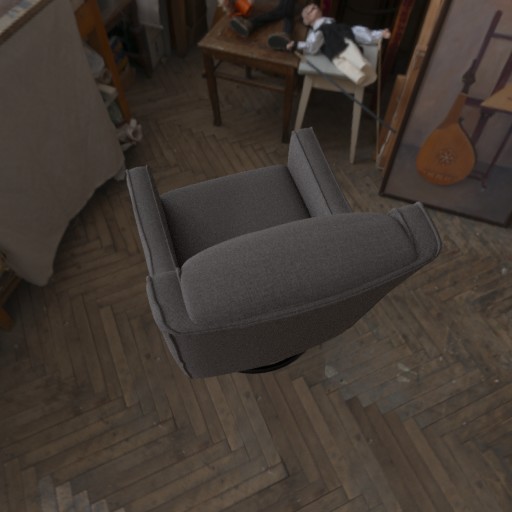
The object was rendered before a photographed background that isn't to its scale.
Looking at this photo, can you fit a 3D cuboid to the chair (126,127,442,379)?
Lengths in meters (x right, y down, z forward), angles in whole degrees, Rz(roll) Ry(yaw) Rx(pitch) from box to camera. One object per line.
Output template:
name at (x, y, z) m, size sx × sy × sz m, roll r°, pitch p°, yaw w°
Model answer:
chair at (0.000, 0.000, 1.555) m, size 0.732 × 0.993 × 0.879 m, roll -16°, pitch 59°, yaw -10°
